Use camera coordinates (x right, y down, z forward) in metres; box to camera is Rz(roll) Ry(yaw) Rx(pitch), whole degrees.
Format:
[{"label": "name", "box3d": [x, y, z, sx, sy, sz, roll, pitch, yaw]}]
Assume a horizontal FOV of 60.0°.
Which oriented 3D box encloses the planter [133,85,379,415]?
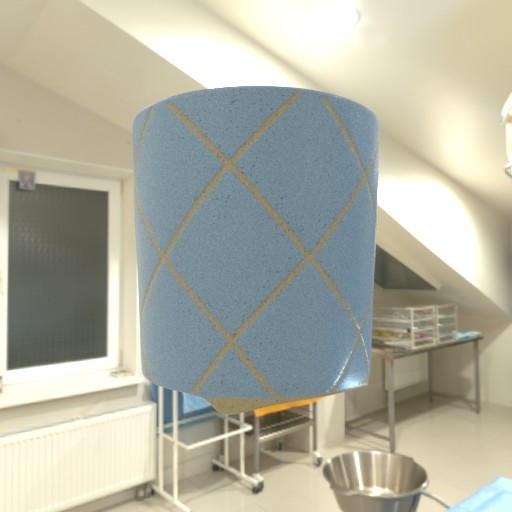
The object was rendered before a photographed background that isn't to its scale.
[{"label": "planter", "box3d": [0.000, 0.000, 0.421, 0.227, 0.235, 0.227, 0, -2, 0]}]
